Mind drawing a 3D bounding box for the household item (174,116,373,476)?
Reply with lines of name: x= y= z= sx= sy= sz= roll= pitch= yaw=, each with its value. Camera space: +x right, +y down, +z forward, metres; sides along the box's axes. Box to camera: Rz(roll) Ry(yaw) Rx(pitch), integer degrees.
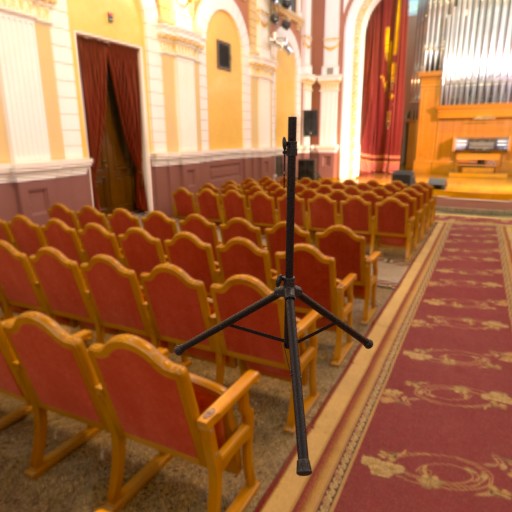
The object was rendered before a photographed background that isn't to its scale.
household item: x=0.000 y=0.000 z=1.902 sx=0.907 sy=1.136 sz=1.045 roll=8 pitch=17 yaw=26
